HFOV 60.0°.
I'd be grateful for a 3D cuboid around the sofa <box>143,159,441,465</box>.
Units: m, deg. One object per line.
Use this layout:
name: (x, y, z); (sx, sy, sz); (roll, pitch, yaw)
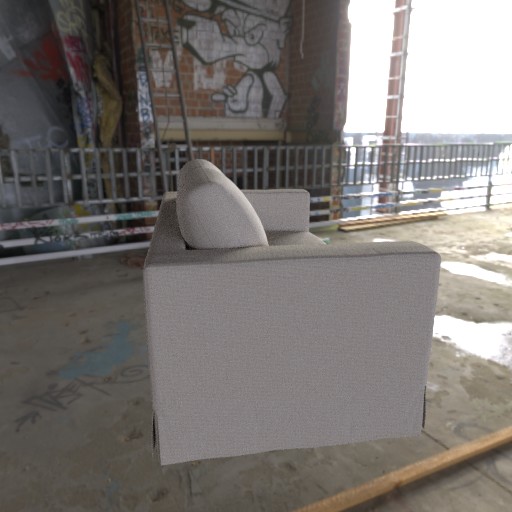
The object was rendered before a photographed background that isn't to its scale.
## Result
sofa: (0.000, 0.000, 2.309); (1.009, 0.932, 1.813); (-3, 16, -9)
